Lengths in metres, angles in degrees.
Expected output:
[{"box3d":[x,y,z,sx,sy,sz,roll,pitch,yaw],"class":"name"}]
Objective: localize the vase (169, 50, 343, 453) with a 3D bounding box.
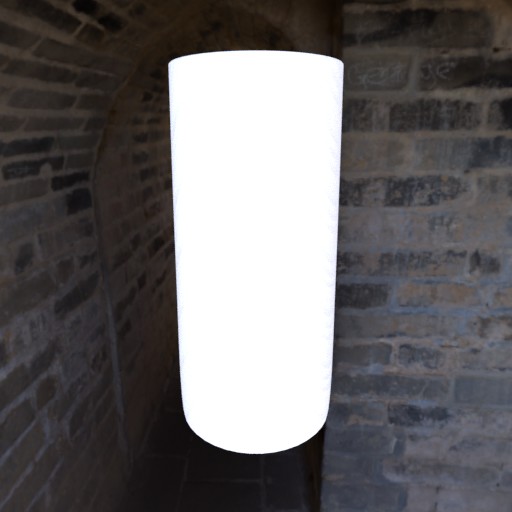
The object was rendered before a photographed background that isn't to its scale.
[{"box3d":[0.000,0.000,0.396,0.143,0.316,0.143,0,15,0],"class":"vase"}]
